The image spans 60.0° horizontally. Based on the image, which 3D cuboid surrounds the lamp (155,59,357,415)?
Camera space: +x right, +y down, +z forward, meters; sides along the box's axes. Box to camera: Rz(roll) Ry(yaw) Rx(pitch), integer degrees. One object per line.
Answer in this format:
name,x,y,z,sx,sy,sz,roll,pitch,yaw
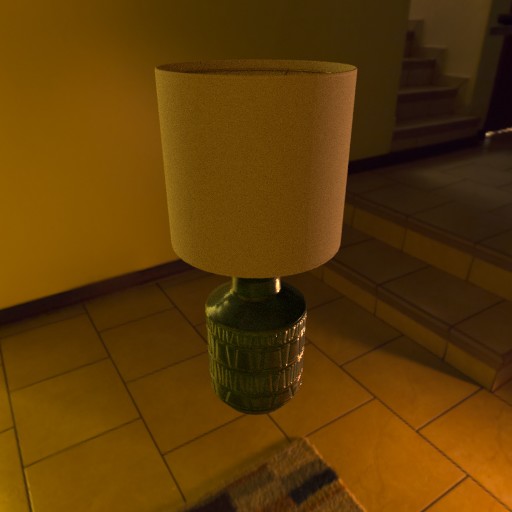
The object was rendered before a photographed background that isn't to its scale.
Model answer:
lamp,0.000,0.000,0.575,0.211,0.455,0.211,19,33,33
